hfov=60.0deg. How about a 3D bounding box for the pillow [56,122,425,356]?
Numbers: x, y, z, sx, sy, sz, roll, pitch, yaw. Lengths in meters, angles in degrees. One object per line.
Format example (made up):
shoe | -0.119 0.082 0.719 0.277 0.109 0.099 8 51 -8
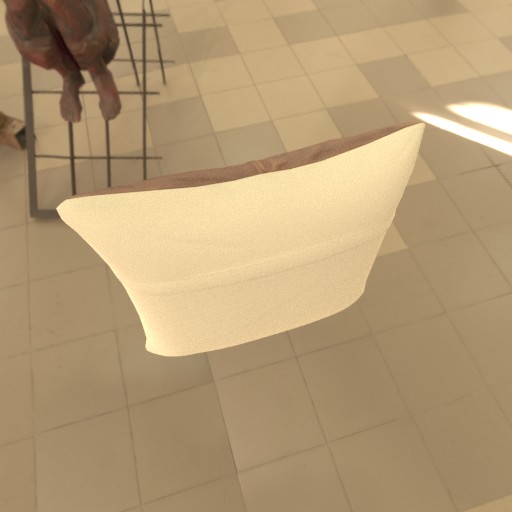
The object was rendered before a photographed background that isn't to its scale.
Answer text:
pillow | 0.000 0.000 0.737 0.484 0.470 0.192 -15 59 -9
